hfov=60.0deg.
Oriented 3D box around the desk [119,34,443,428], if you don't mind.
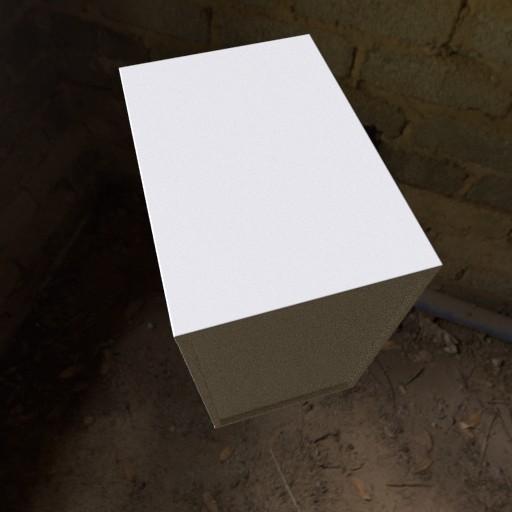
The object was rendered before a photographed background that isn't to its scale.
[{"bbox_3d":[0.000,0.000,1.088,0.404,0.730,0.600,-14,60,-8],"label":"desk"}]
